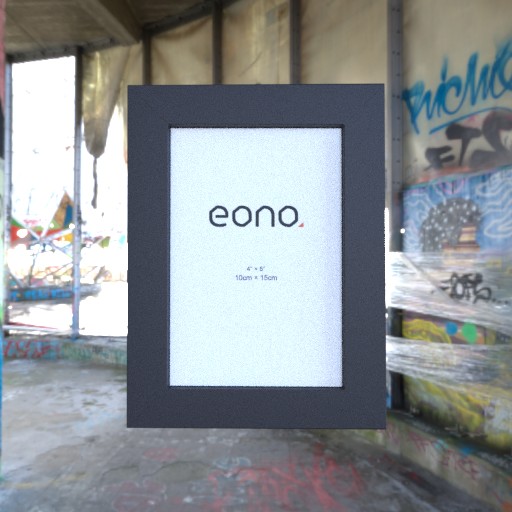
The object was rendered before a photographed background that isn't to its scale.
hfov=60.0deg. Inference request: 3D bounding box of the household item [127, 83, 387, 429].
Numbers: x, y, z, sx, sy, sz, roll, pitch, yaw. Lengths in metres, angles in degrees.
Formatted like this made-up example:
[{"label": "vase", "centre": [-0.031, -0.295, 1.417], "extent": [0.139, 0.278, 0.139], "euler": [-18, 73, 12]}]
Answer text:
[{"label": "household item", "centre": [0.000, 0.000, 0.237], "extent": [0.133, 0.178, 0.022], "euler": [0, 0, 1]}]
